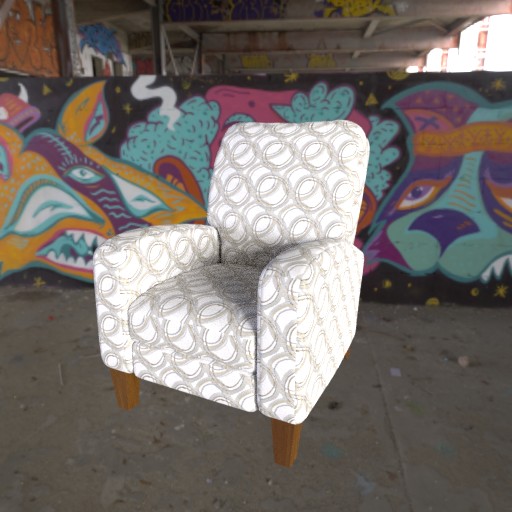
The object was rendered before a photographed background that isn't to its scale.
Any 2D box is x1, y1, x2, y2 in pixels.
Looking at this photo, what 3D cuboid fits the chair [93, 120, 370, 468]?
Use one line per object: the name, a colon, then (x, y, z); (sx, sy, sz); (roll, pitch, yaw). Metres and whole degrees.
chair: (0.000, 0.000, 1.792); (0.796, 1.065, 0.995); (8, 17, 26)
